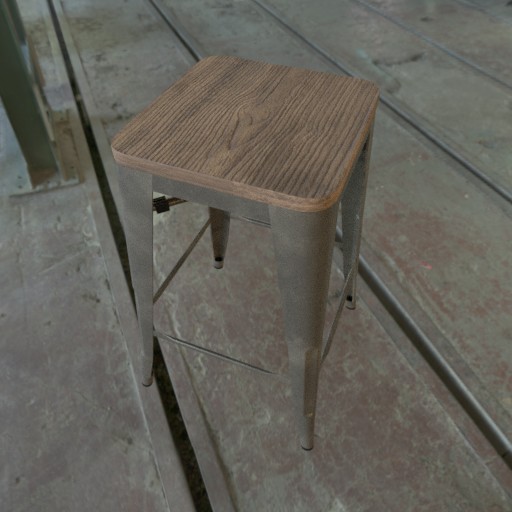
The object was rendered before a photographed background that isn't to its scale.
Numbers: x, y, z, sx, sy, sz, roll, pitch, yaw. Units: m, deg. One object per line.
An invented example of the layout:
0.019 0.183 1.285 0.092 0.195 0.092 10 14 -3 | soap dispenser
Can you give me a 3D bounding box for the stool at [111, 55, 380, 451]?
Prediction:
0.000 0.000 0.862 0.407 0.607 0.407 16 49 15 | stool
